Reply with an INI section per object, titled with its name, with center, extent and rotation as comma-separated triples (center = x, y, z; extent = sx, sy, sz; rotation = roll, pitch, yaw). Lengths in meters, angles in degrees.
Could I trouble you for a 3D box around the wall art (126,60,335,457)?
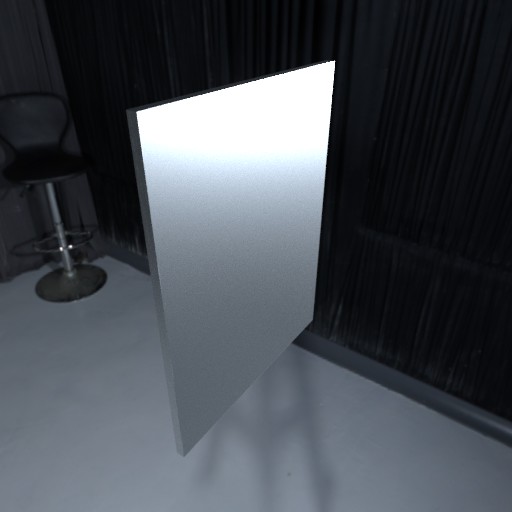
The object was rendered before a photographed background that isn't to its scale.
[wall art]
center = 0.000, 0.000, 1.394
extent = 0.030, 1.046, 0.816
rotation = 20, 37, 30
